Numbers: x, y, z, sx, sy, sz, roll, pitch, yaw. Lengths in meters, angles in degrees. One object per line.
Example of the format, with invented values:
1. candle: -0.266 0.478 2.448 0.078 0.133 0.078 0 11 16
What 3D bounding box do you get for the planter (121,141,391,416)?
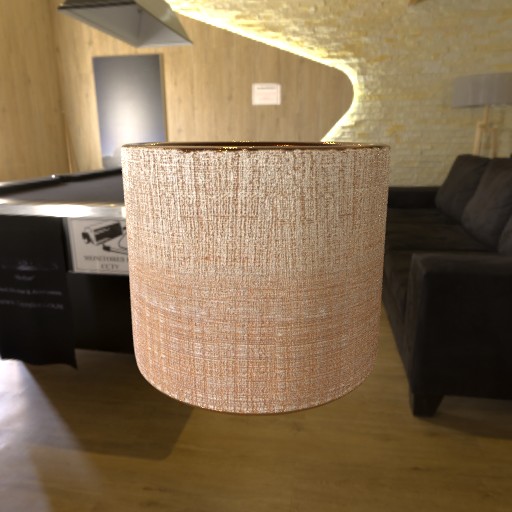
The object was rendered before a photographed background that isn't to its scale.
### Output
1. planter: 0.000 0.000 0.318 0.177 0.157 0.177 0 15 0
